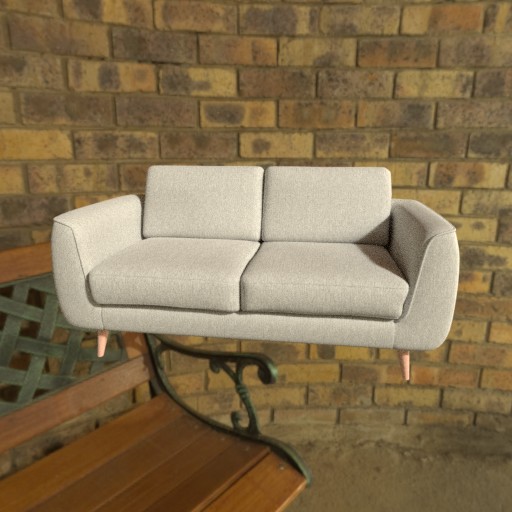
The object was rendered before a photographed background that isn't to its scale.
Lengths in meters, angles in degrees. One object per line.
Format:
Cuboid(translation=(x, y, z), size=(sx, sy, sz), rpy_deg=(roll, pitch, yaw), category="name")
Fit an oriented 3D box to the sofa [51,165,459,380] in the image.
Cuboid(translation=(0.000, 0.000, 2.212), size=(1.700, 0.850, 0.920), rpy_deg=(2, 15, 8), category="sofa")
